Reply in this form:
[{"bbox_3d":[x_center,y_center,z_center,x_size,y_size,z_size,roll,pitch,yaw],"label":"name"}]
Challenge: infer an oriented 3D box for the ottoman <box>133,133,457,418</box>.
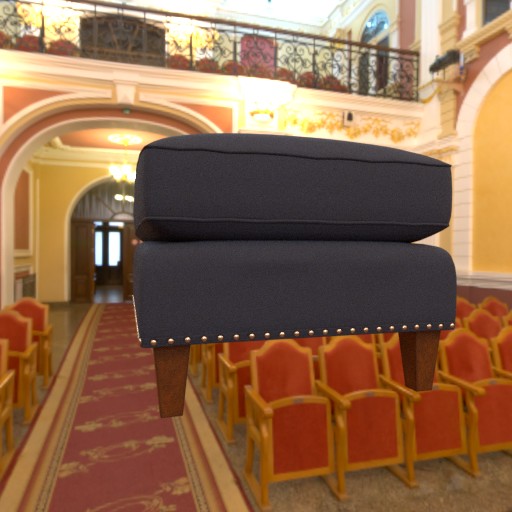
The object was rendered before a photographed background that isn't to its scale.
[{"bbox_3d":[0.000,0.000,1.102,0.584,0.513,0.741,0,1,-16],"label":"ottoman"}]
